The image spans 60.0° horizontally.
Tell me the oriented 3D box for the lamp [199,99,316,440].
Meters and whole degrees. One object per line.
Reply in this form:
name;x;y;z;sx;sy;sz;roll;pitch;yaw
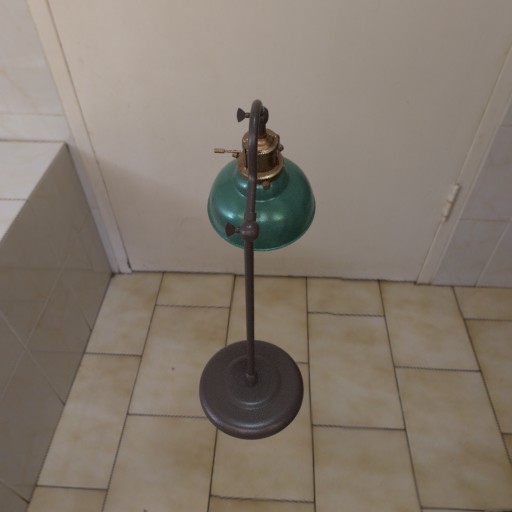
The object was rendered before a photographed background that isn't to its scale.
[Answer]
lamp;0.000;0.000;0.694;0.192;0.508;0.374;4;46;4
